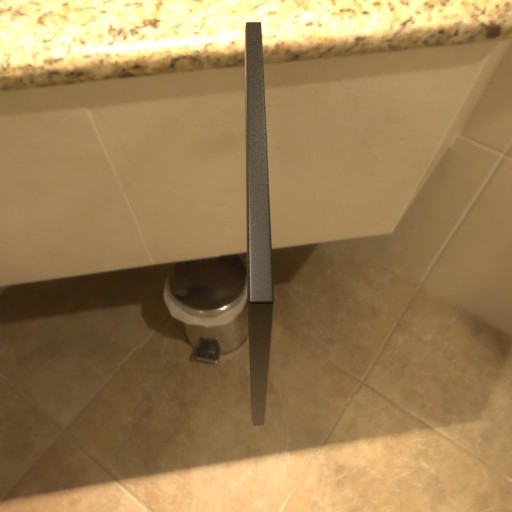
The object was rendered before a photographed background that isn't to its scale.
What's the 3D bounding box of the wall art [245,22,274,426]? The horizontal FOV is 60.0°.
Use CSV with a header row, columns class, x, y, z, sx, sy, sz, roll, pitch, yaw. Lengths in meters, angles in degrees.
class,x,y,z,sx,sy,sz,roll,pitch,yaw
wall art,0.000,0.000,1.615,0.053,1.194,0.950,-1,58,-1
